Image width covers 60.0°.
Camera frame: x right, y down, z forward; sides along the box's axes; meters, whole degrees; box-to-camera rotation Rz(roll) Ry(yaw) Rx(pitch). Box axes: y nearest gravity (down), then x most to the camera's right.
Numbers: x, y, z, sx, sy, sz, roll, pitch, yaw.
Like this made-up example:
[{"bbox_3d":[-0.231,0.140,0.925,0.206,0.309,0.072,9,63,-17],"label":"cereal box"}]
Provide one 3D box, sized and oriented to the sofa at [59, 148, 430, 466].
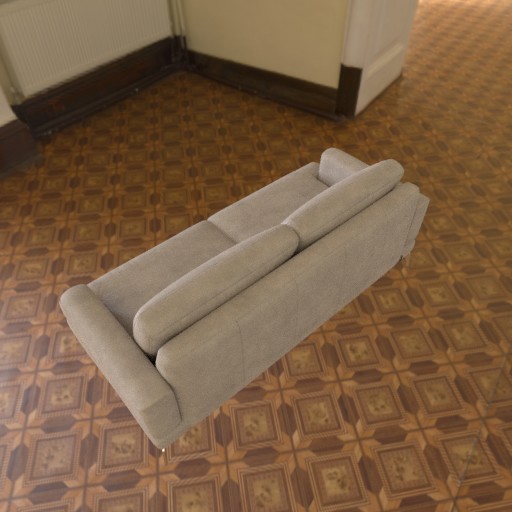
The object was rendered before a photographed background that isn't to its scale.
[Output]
[{"bbox_3d":[0.000,0.000,2.537,2.013,0.830,0.980,-32,54,-28],"label":"sofa"}]
